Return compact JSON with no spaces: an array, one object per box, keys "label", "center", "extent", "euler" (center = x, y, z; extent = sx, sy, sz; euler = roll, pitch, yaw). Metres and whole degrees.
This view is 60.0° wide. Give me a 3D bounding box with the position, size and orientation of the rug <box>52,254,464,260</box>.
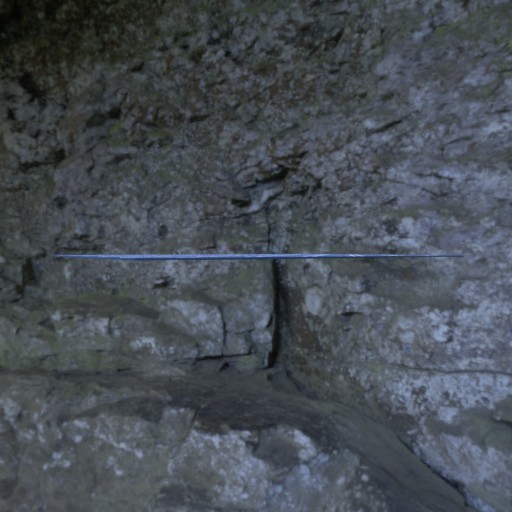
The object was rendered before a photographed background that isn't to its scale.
[{"label":"rug","center":[0.000,0.000,4.443],"extent":[3.342,0.018,2.432],"euler":[0,1,-35]}]
